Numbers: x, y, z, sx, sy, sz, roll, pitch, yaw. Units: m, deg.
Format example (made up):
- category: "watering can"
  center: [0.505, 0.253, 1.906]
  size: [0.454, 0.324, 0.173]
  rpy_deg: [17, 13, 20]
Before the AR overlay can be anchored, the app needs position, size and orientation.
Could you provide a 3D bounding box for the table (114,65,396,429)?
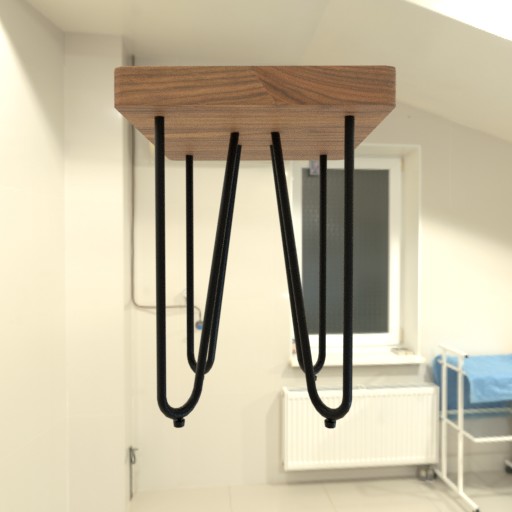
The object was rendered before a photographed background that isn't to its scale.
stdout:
- category: "table"
  center: [0.000, 0.000, 0.978]
  size: [0.480, 0.641, 0.479]
  rpy_deg: [0, 1, 1]
